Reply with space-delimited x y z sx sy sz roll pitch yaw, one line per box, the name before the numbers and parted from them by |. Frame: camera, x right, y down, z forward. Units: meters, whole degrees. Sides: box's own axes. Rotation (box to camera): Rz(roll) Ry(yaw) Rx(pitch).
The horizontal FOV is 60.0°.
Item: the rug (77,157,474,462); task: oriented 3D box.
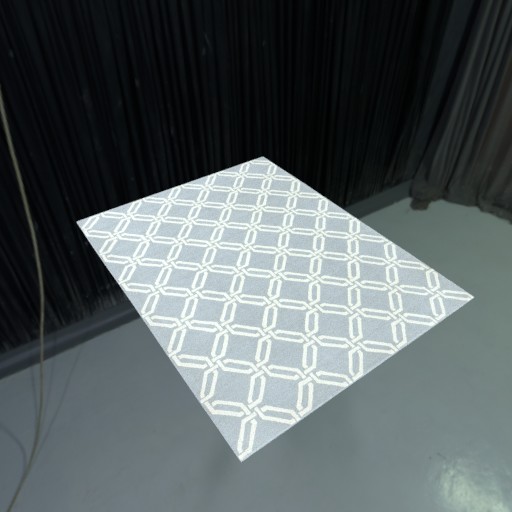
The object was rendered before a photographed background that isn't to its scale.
rug | 0.000 0.000 3.982 2.288 0.018 2.895 -25 47 -26
